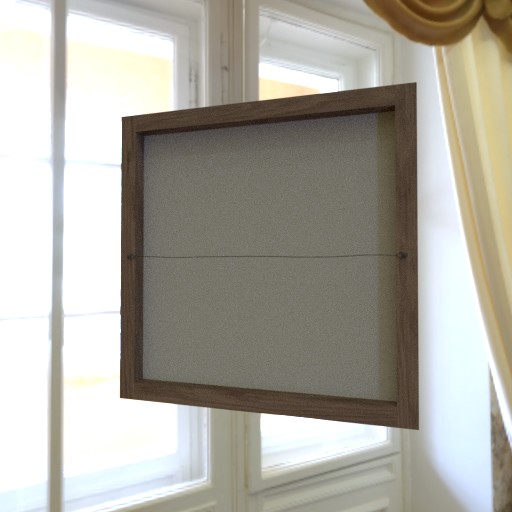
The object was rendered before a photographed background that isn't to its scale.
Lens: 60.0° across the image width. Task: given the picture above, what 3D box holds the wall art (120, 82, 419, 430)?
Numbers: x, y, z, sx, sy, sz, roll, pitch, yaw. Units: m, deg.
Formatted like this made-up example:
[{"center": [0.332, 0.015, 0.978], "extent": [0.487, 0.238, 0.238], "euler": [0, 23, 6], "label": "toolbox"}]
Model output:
[{"center": [0.000, 0.000, 0.889], "extent": [0.609, 0.613, 0.041], "euler": [0, -1, 18], "label": "wall art"}]
